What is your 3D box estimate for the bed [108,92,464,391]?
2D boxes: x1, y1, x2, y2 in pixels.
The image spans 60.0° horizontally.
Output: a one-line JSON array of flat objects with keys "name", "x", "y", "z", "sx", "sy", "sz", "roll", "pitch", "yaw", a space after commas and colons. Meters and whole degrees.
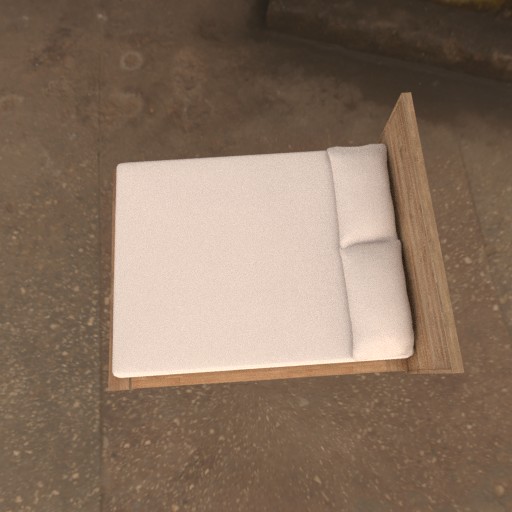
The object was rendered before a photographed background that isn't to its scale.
[{"name": "bed", "x": 0.000, "y": 0.000, "z": 3.122, "sx": 2.145, "sy": 1.071, "sz": 1.759, "roll": -4, "pitch": 74, "yaw": -1}]
